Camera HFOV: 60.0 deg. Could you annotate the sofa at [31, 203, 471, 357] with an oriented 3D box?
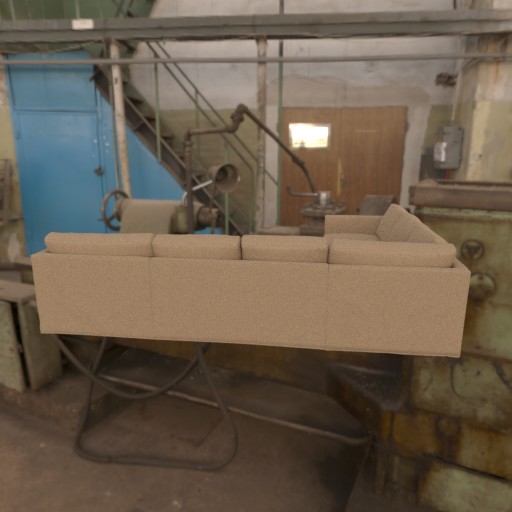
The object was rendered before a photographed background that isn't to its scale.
[{"bbox_3d":[0.000,0.000,4.617,3.460,0.882,2.427,2,15,7],"label":"sofa"}]
